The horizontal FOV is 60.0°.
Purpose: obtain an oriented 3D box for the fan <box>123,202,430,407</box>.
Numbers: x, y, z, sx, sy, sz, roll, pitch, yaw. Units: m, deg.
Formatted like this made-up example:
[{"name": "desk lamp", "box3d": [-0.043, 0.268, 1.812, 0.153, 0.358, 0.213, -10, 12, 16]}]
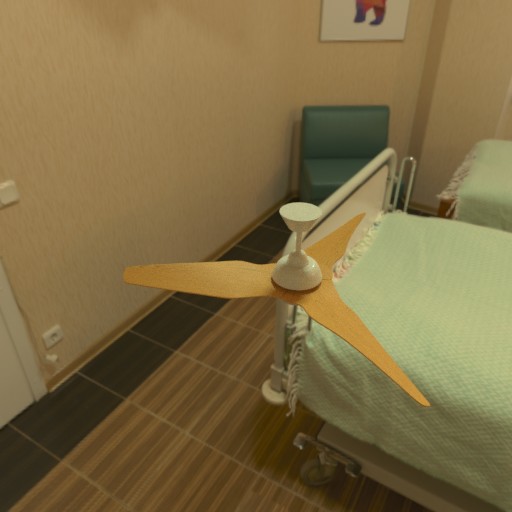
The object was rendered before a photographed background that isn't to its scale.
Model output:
[{"name": "fan", "box3d": [0.000, 0.000, 1.599, 1.010, 0.355, 1.142, 1, 32, 1]}]
